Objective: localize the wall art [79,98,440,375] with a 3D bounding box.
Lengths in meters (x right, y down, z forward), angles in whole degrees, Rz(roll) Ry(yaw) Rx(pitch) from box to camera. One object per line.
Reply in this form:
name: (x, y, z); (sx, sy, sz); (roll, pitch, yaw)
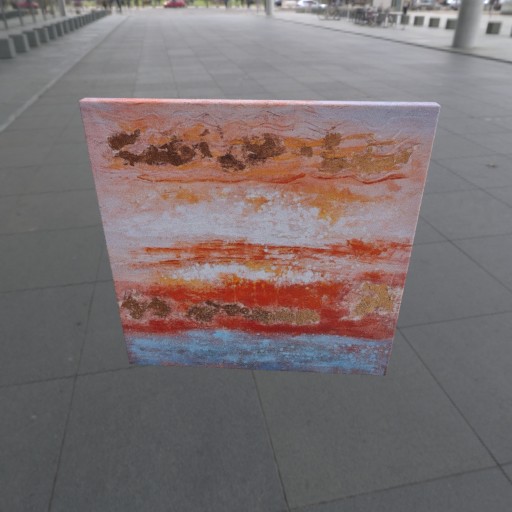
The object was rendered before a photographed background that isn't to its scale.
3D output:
wall art: (0.000, 0.000, 1.112); (0.747, 0.747, 0.035); (2, 30, 3)
